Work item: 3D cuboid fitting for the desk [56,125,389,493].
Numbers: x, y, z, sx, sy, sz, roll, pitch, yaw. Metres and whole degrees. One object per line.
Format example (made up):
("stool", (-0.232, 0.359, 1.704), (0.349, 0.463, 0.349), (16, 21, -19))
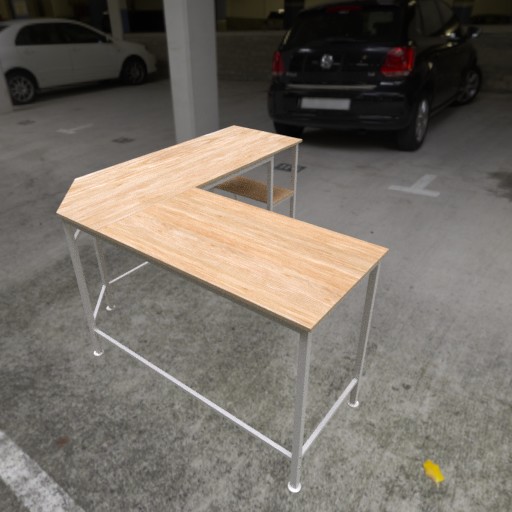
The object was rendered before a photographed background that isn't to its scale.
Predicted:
("desk", (0.000, 0.000, 2.135), (1.379, 0.739, 1.379), (21, 37, 31))
